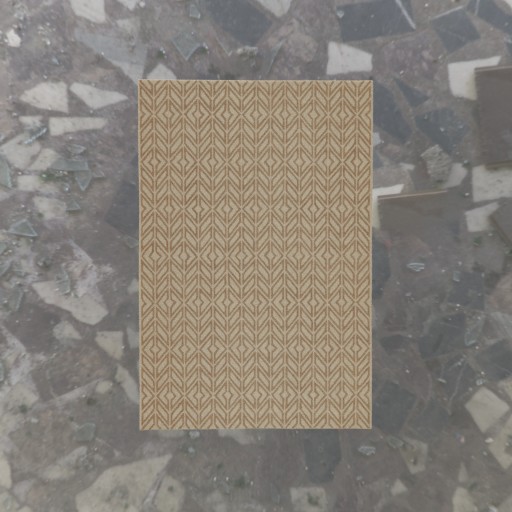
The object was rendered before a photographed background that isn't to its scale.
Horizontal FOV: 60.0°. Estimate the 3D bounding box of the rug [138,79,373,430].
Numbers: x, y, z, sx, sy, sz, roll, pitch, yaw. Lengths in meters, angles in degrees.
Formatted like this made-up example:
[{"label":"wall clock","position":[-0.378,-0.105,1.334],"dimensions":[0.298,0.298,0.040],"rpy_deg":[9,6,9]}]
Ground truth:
[{"label":"rug","position":[0.000,0.000,2.318],"dimensions":[1.220,0.007,1.828],"rpy_deg":[0,91,-1]}]
